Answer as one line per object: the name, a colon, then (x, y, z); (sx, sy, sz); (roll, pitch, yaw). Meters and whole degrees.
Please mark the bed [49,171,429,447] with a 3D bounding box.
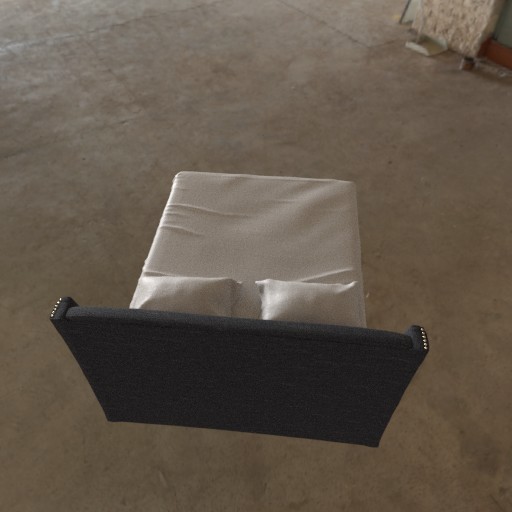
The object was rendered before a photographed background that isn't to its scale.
bed: (0.000, 0.000, 3.411); (1.925, 1.332, 2.276); (4, 47, 4)
